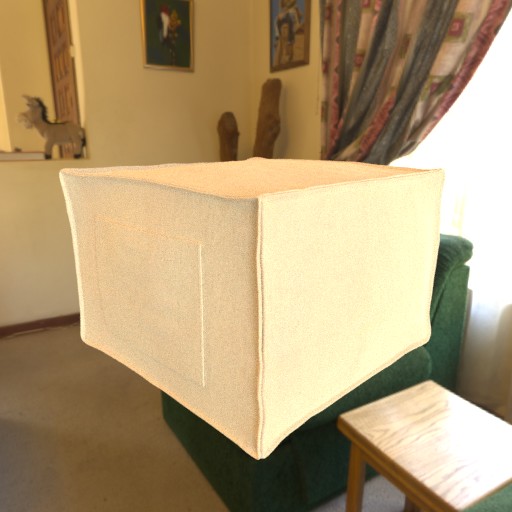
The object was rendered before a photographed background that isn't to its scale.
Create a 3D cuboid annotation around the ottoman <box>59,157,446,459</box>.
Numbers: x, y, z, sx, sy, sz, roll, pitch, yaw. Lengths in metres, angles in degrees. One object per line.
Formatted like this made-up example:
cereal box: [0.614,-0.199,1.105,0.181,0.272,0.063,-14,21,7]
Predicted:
ottoman: [0.000,0.000,1.133,0.707,0.470,0.696,14,20,42]
